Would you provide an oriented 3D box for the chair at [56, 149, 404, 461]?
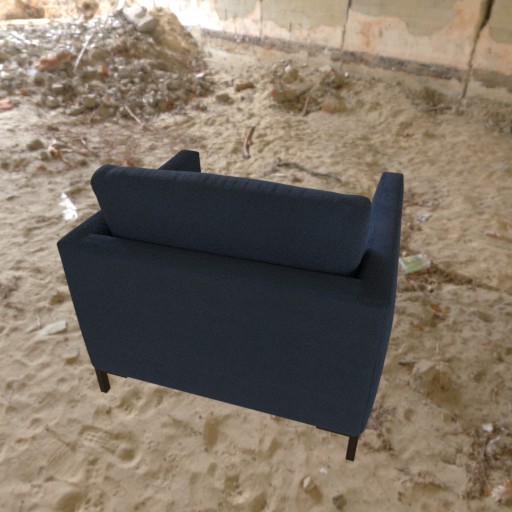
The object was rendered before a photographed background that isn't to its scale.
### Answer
[{"bbox_3d":[0.000,0.000,1.602,0.964,0.812,0.875,10,33,15],"label":"chair"}]
